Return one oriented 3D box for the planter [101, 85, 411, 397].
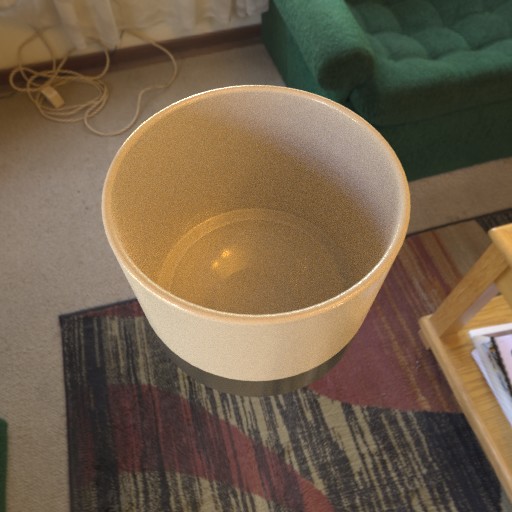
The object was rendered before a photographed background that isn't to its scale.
[{"bbox_3d":[0.000,0.000,0.355,0.193,0.177,0.193,0,58,0],"label":"planter"}]
